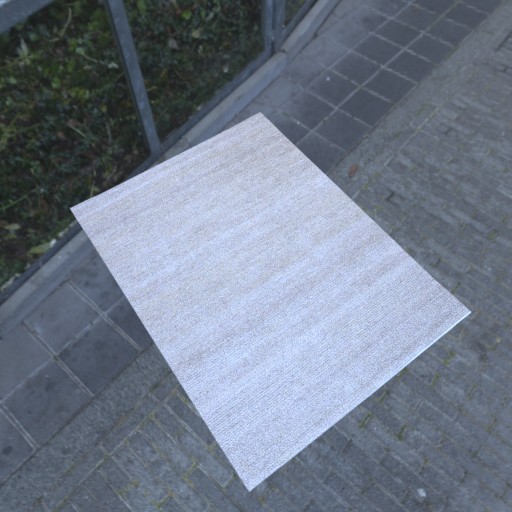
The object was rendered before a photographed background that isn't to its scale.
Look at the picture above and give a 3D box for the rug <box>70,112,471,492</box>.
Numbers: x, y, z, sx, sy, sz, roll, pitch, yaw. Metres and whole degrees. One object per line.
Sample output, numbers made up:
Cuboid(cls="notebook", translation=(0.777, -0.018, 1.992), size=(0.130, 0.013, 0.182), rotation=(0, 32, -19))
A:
Cuboid(cls="rug", translation=(0.000, 0.000, 4.303), size=(2.467, 0.046, 3.245), rotation=(-32, 64, -18))
